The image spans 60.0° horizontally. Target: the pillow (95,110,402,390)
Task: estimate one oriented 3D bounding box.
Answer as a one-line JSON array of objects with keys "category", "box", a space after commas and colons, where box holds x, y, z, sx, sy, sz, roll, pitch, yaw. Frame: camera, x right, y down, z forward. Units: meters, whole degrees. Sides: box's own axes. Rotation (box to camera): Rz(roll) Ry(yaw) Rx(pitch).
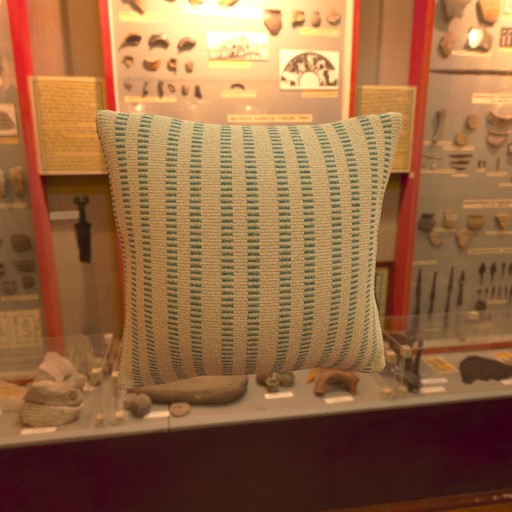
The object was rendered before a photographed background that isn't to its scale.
[{"category": "pillow", "box": [0.000, 0.000, 0.671, 0.438, 0.419, 0.247, -2, 14, -8]}]
